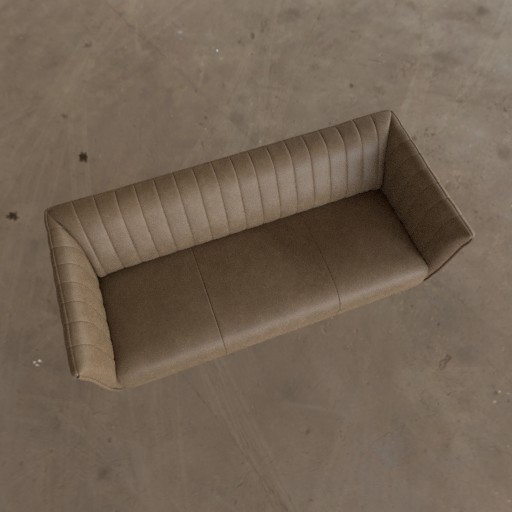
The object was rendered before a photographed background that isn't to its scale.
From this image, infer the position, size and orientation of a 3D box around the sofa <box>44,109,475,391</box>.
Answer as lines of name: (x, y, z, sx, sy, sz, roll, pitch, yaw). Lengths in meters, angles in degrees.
sofa: (0.000, 0.000, 2.456, 1.980, 0.779, 0.876, -18, 66, -8)
